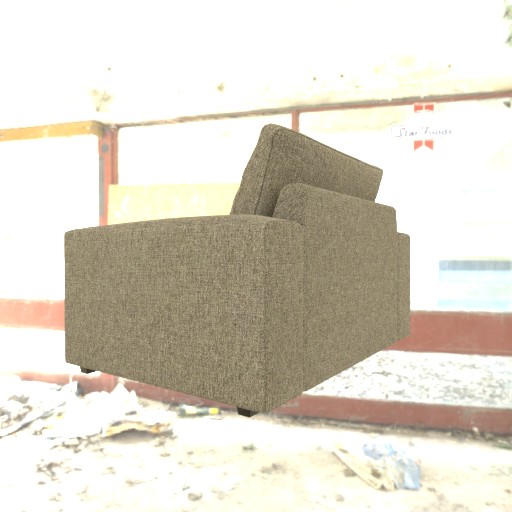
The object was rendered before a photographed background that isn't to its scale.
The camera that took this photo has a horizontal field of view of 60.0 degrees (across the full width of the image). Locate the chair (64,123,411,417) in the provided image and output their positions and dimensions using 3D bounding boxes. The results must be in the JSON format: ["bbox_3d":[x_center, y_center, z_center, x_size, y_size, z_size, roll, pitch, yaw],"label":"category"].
[{"bbox_3d":[0.000,0.000,2.080,1.039,0.915,1.398,1,1,35],"label":"chair"}]
